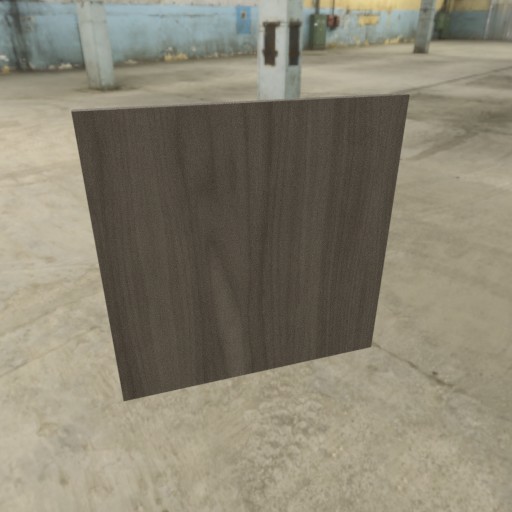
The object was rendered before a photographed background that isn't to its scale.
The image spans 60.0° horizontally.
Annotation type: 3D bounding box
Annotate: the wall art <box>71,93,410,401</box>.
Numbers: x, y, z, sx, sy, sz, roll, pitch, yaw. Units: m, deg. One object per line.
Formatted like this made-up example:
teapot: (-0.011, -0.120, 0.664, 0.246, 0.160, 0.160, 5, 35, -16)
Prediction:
wall art: (0.000, 0.000, 0.761, 0.508, 0.507, 0.016, -8, 29, -16)
